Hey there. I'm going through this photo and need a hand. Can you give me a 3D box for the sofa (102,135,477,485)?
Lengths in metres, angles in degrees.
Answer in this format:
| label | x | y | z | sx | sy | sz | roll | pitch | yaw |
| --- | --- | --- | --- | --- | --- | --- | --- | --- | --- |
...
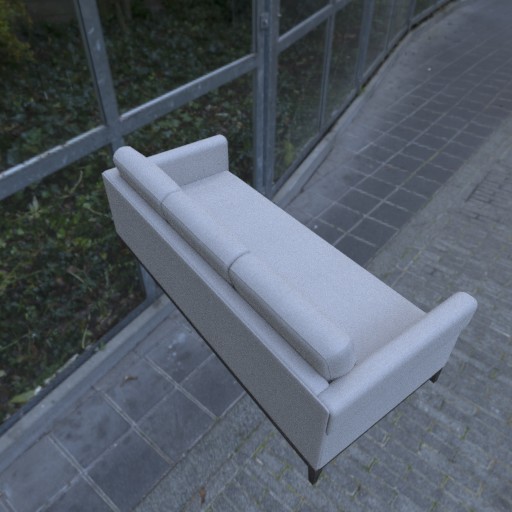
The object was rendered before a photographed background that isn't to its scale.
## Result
| label | x | y | z | sx | sy | sz | roll | pitch | yaw |
| --- | --- | --- | --- | --- | --- | --- | --- | --- | --- |
| sofa | 0.000 | 0.000 | 2.662 | 0.959 | 0.838 | 2.210 | -26 | 47 | -27 |
